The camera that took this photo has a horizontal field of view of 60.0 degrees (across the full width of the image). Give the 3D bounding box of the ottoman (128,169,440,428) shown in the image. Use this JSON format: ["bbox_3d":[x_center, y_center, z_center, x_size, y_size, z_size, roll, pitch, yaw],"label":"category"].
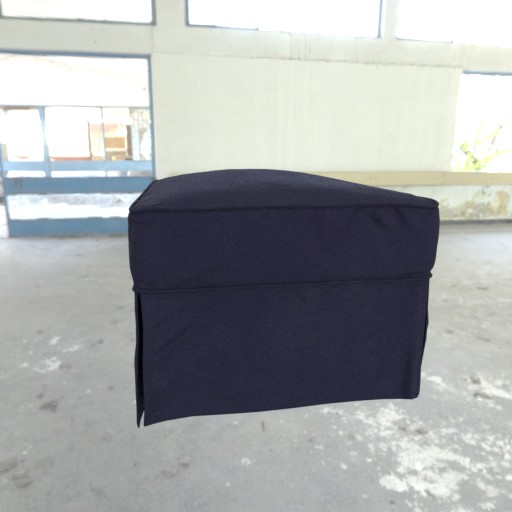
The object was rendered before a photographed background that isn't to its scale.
[{"bbox_3d":[0.000,0.000,1.316,0.637,0.503,0.938,-2,13,-9],"label":"ottoman"}]
